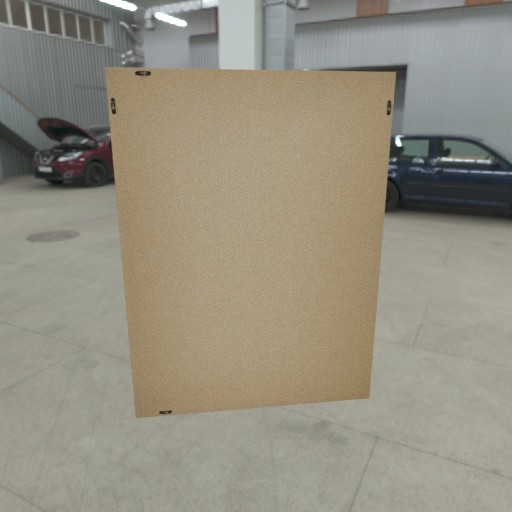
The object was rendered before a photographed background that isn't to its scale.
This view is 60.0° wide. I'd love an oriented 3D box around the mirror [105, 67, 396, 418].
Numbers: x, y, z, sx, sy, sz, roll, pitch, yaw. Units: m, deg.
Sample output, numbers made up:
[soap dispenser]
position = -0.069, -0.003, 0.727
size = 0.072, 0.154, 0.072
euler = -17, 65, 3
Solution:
[mirror]
position = 0.000, 0.000, 1.307
size = 0.762, 1.016, 0.041
euler = -2, 16, -8
